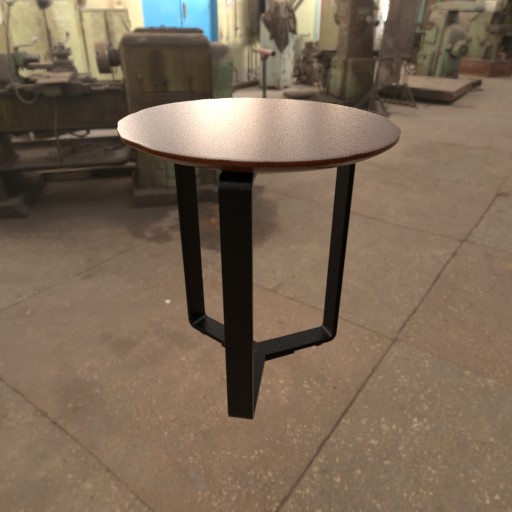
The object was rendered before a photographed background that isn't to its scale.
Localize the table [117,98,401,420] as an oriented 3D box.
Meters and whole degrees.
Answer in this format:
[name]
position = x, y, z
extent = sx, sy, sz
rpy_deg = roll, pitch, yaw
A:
[table]
position = 0.000, 0.000, 0.757
extent = 0.410, 0.450, 0.380
rpy_deg = 21, 36, 33
